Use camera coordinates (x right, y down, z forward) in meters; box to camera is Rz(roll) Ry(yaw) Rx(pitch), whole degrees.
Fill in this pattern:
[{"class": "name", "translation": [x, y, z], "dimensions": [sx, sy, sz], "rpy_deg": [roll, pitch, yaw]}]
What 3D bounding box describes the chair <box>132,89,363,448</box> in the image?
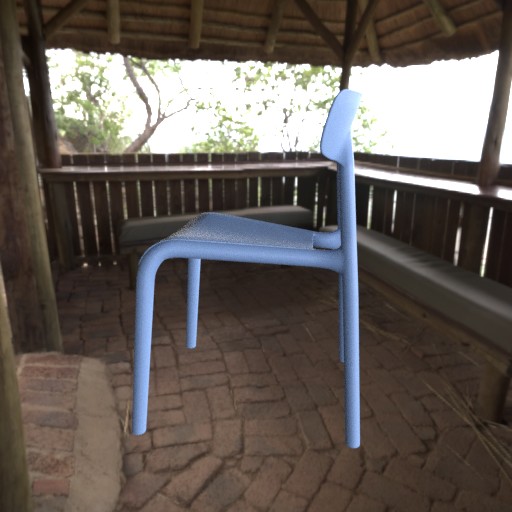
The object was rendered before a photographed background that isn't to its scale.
[{"class": "chair", "translation": [0.000, 0.000, 0.852], "dimensions": [0.401, 0.580, 0.356], "rpy_deg": [2, 16, 8]}]
